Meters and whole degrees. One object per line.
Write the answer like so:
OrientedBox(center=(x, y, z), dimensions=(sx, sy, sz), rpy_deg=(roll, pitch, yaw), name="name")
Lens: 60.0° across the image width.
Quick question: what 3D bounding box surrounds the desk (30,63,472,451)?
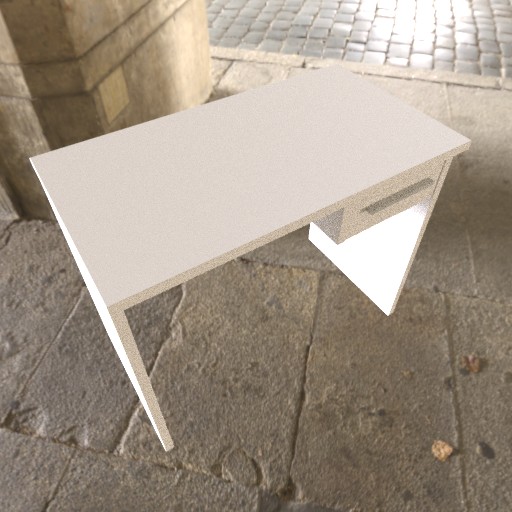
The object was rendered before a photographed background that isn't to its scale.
OrientedBox(center=(0.000, 0.000, 1.295), dimensions=(0.900, 0.729, 0.498), rpy_deg=(-25, 52, -22), name="desk")
